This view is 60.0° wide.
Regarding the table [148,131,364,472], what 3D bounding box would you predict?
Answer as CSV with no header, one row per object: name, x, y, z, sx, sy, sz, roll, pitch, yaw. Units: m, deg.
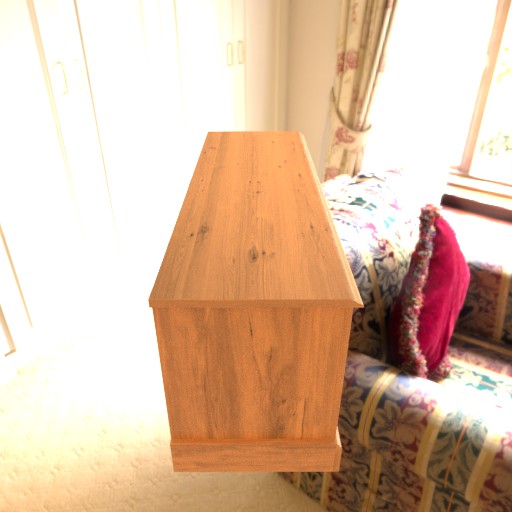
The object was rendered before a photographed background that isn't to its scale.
table,0.000,0.000,1.462,0.400,0.510,1.200,0,30,0
